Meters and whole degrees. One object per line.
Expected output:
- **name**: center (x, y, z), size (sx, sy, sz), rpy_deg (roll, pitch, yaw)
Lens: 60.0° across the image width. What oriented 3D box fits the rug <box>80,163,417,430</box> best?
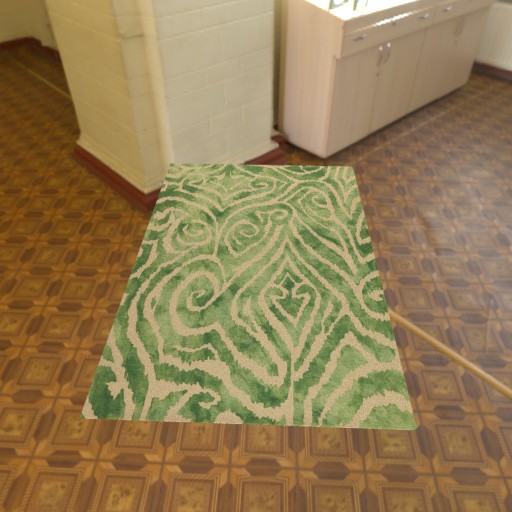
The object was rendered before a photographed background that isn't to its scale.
- **rug**: center (0.000, 0.000, 2.283), size (1.220, 0.006, 1.826), rpy_deg (1, 42, 2)
